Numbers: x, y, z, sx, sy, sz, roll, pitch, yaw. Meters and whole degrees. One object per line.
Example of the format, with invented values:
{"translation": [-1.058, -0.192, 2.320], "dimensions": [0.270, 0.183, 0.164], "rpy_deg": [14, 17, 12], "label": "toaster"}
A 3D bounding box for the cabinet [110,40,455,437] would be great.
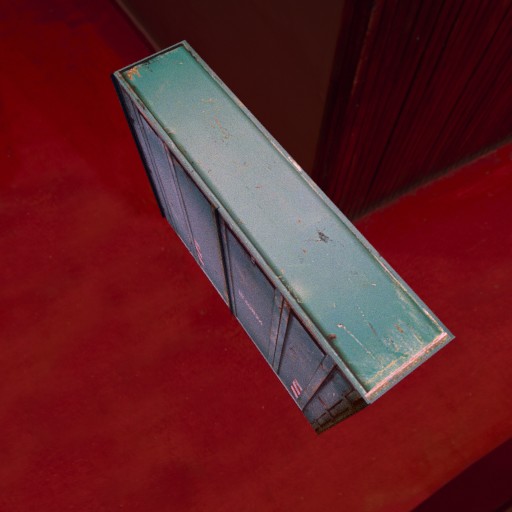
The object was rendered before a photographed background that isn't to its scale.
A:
{"translation": [0.000, 0.000, 3.950], "dimensions": [0.680, 2.160, 3.001], "rpy_deg": [-32, 68, -14], "label": "cabinet"}
